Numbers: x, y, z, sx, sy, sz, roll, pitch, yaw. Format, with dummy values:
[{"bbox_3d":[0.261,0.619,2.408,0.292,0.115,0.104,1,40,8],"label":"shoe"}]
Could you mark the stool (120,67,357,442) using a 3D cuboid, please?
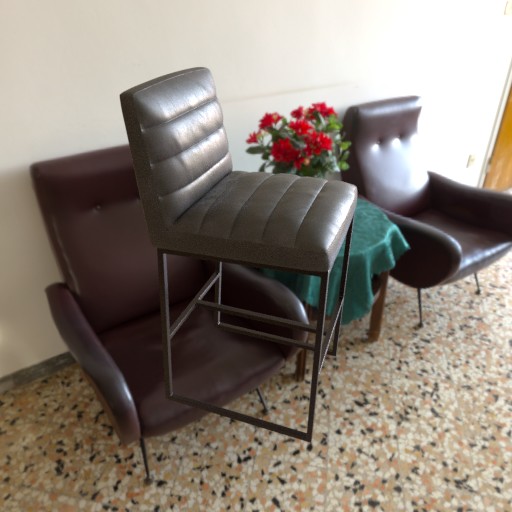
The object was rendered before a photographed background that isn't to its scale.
[{"bbox_3d":[0.000,0.000,1.422,0.562,1.065,0.463,11,33,17],"label":"stool"}]
